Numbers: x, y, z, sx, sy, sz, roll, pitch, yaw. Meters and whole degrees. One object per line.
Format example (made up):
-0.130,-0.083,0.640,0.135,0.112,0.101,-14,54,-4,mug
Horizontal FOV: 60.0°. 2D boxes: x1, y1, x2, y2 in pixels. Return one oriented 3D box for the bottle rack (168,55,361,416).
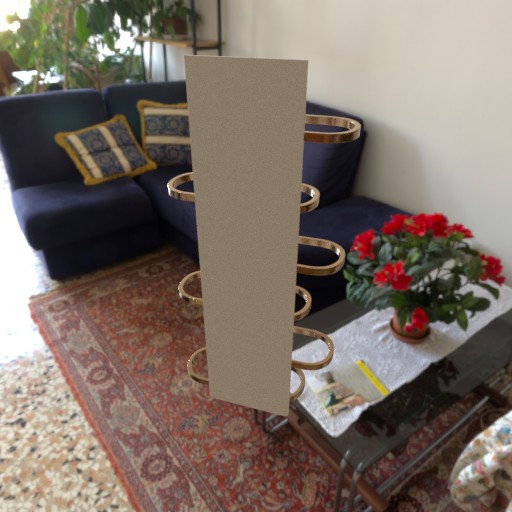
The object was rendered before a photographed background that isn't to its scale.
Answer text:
0.000,0.000,0.846,0.332,0.709,0.118,9,32,15,bottle rack
